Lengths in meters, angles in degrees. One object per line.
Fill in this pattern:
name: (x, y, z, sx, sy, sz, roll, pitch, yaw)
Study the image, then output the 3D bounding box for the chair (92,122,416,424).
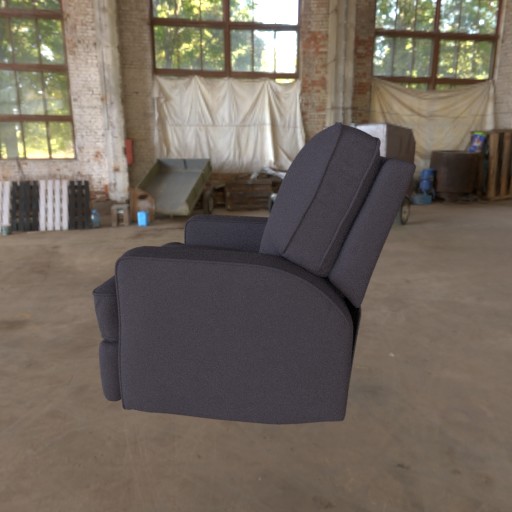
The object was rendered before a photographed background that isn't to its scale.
chair: (0.000, 0.000, 1.670, 0.964, 0.962, 0.861, 2, 14, 8)
